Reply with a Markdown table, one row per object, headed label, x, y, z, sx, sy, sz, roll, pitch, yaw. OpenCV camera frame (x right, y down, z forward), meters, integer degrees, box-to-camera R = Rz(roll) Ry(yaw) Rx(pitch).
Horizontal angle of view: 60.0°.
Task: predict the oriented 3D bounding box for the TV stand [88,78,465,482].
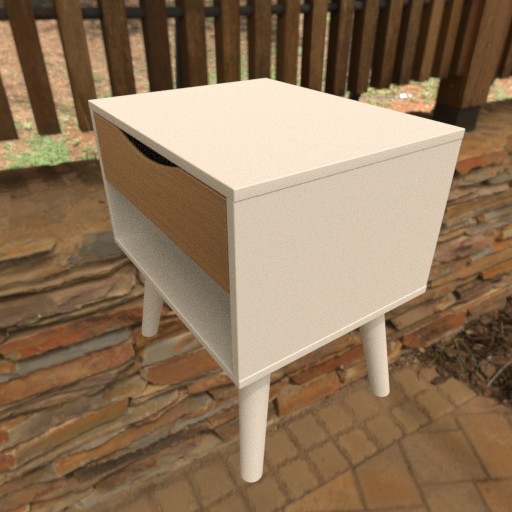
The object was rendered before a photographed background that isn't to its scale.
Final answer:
| label | x | y | z | sx | sy | sz | roll | pitch | yaw |
| --- | --- | --- | --- | --- | --- | --- | --- | --- | --- |
| TV stand | 0.000 | 0.000 | 0.884 | 0.405 | 0.559 | 0.508 | -20 | 37 | -29 |
